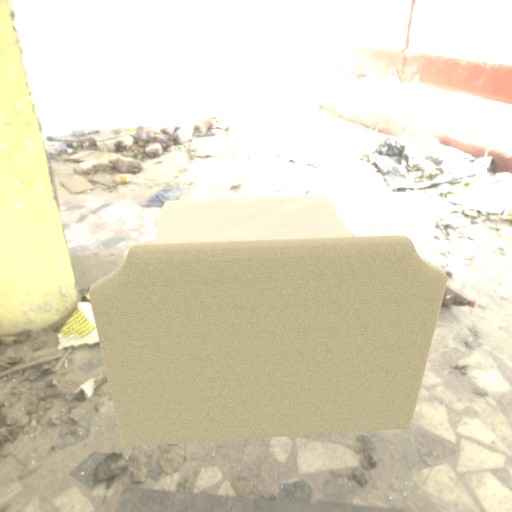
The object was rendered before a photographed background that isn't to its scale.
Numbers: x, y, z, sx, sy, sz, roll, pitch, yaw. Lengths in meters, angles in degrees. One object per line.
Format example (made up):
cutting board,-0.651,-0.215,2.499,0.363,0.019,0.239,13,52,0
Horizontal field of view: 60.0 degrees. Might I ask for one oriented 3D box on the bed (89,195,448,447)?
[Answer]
bed,0.000,0.000,3.168,1.693,1.290,2.116,-2,30,-4
